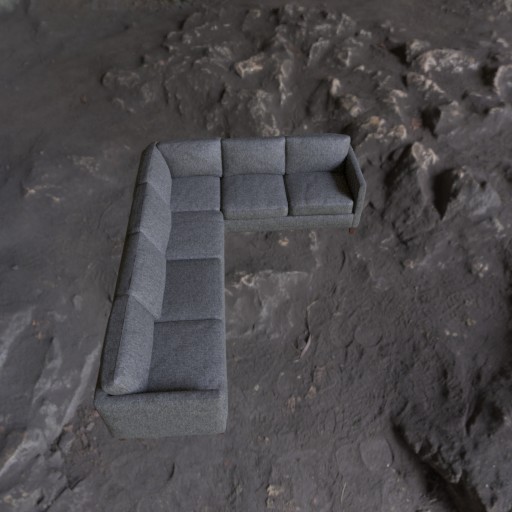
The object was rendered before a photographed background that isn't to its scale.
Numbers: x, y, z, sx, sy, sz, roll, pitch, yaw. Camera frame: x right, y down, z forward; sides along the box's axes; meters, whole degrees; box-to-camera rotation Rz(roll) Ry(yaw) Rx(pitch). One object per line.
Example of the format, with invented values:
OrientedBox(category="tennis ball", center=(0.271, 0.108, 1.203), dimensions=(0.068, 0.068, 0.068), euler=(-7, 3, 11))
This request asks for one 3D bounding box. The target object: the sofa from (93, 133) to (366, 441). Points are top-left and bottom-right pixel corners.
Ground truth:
OrientedBox(category="sofa", center=(0.000, 0.000, 4.473), dimensions=(2.593, 0.947, 3.302), euler=(-3, 46, -3))
